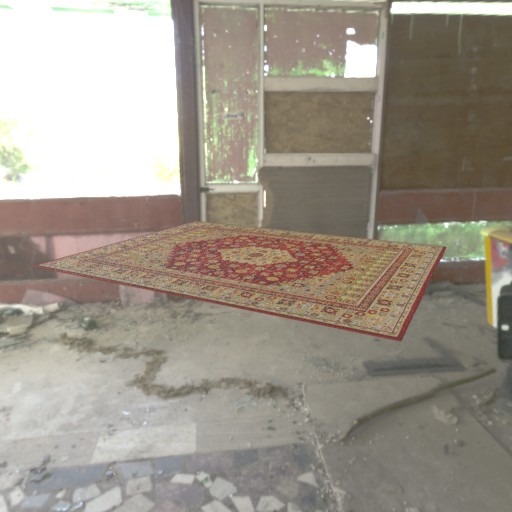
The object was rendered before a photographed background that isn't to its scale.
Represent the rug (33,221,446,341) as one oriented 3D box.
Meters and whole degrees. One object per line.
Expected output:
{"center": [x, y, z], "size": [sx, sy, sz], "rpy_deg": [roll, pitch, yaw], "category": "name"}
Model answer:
{"center": [0.000, 0.000, 4.100], "size": [3.053, 0.013, 2.387], "rpy_deg": [8, 17, 27], "category": "rug"}
